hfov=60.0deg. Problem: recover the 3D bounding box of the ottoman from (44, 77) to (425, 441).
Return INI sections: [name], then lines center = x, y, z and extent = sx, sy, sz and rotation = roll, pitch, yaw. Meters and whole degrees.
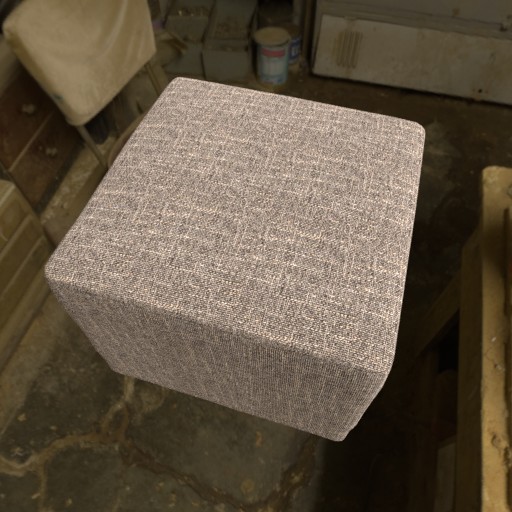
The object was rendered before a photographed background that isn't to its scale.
[ottoman]
center = 0.000, 0.000, 0.888
extent = 0.521, 0.453, 0.512
rotation = 14, 57, 9
